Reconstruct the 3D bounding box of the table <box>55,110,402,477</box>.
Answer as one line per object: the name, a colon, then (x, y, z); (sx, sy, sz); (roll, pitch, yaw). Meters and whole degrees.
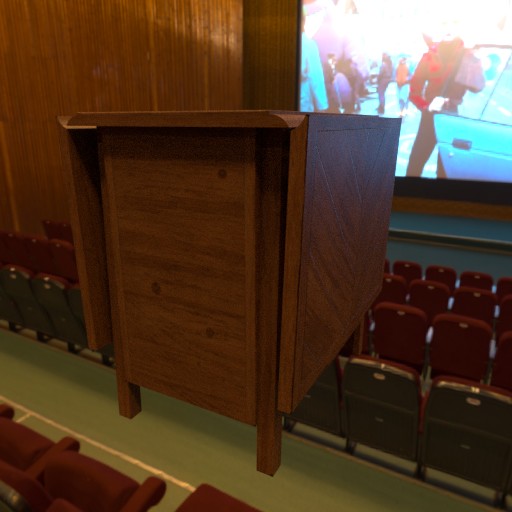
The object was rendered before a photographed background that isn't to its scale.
table: (0.000, 0.000, 1.252); (0.591, 0.763, 0.746); (9, 19, 27)
